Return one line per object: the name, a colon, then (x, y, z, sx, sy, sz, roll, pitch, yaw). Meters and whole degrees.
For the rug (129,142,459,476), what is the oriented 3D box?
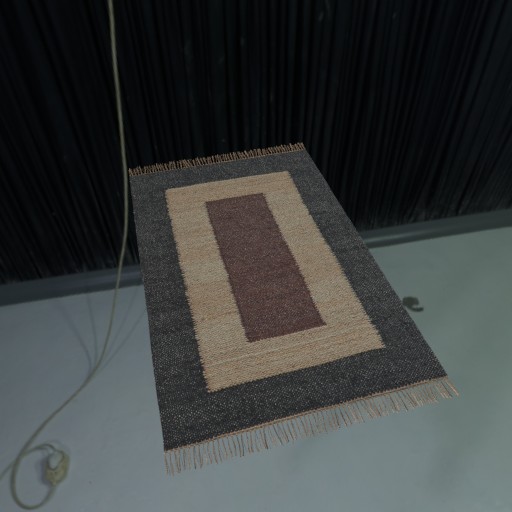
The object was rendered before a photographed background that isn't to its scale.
rug: (0.000, 0.000, 2.406, 1.224, 0.027, 2.021, -11, 47, -10)
